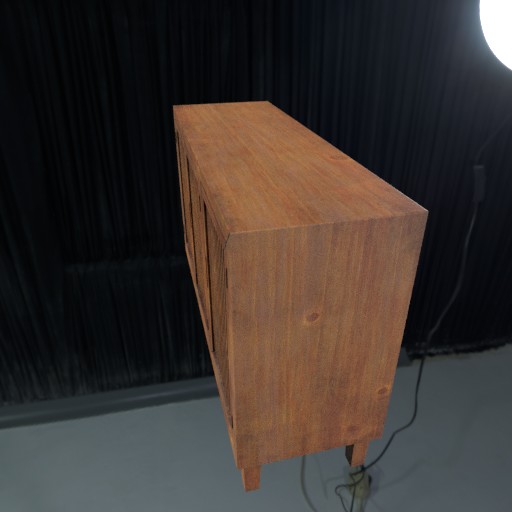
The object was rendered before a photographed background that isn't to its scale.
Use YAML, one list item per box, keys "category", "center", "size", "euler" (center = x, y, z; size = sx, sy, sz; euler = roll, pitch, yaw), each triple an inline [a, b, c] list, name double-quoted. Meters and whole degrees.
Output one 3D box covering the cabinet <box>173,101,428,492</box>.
- category: "cabinet"
  center: [0.000, 0.000, 1.539]
  size: [0.403, 0.805, 1.204]
  euler: [-7, 30, -12]
